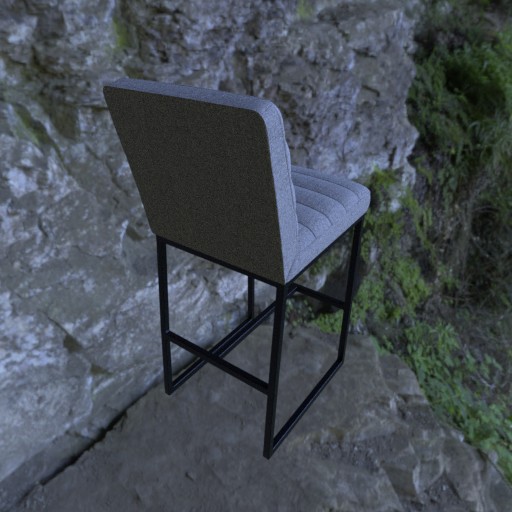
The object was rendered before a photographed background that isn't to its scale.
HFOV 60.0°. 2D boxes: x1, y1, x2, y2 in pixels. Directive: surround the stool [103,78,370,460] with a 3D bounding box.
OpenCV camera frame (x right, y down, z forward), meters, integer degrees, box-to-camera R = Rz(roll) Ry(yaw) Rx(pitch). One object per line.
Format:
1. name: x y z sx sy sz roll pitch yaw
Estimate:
1. stool: 0.000 0.000 1.330 0.459 1.034 0.571 20 36 30
